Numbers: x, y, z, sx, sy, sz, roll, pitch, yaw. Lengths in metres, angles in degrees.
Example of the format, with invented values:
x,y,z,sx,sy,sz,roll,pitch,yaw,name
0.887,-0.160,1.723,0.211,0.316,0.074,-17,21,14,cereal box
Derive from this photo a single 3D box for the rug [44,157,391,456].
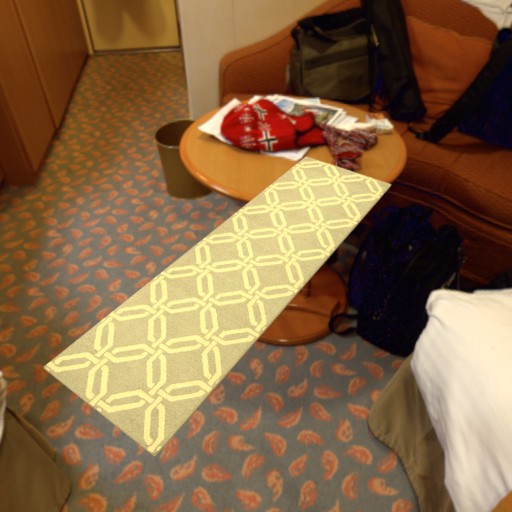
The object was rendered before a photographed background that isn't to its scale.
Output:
x,y,z,sx,sy,sz,roll,pitch,yaw,name
0.000,0.000,2.488,0.678,0.014,2.276,25,47,25,rug
